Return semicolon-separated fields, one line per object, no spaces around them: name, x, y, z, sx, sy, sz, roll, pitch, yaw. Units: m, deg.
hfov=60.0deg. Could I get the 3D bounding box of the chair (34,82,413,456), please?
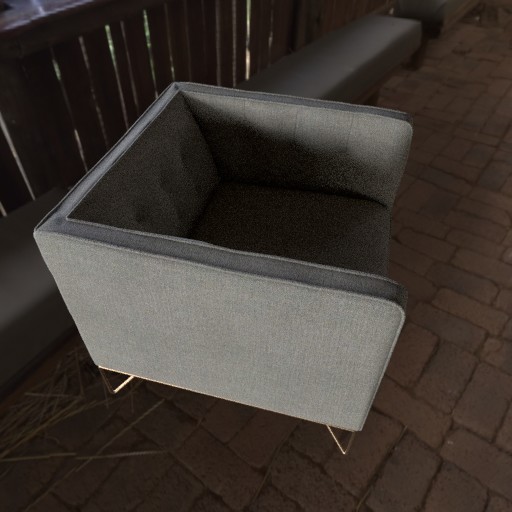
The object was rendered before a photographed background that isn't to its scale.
chair;0.000;0.000;1.570;0.912;0.799;0.920;11;46;11
